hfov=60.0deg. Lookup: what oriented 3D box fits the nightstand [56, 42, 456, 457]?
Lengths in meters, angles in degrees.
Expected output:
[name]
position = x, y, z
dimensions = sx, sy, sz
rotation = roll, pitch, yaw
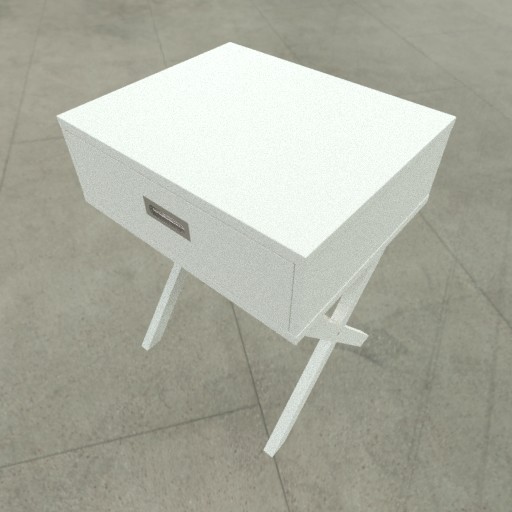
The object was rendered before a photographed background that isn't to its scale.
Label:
[nightstand]
position = 0.000, 0.000, 0.913
dimensions = 0.479, 0.623, 0.402
rotation = 31, 53, 27
